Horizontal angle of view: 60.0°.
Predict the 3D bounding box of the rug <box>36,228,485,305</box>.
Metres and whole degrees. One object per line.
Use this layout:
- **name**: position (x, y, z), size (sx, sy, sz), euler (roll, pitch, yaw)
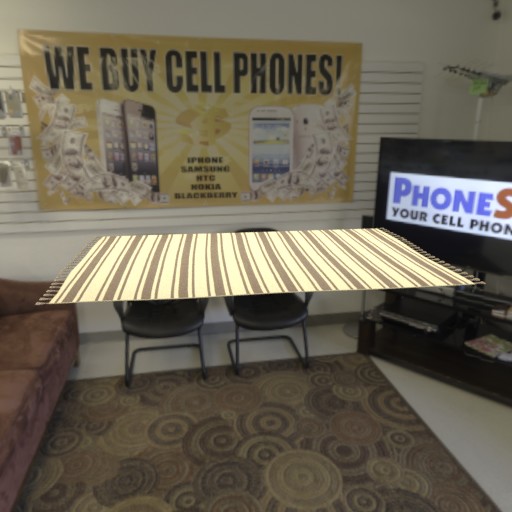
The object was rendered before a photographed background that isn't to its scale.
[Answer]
- **rug**: position (0.000, 0.000, 2.592), size (2.096, 0.011, 1.229), euler (-2, 16, -7)
